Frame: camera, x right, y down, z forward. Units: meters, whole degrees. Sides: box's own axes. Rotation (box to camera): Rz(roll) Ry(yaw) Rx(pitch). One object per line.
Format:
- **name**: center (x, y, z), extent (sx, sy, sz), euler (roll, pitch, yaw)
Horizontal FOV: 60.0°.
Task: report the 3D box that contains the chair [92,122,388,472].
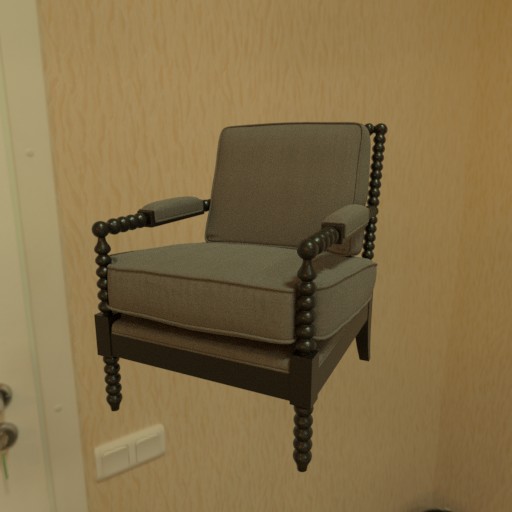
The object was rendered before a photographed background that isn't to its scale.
- **chair**: center (0.000, 0.000, 1.100), extent (0.540, 0.661, 0.622), euler (6, 14, 25)
